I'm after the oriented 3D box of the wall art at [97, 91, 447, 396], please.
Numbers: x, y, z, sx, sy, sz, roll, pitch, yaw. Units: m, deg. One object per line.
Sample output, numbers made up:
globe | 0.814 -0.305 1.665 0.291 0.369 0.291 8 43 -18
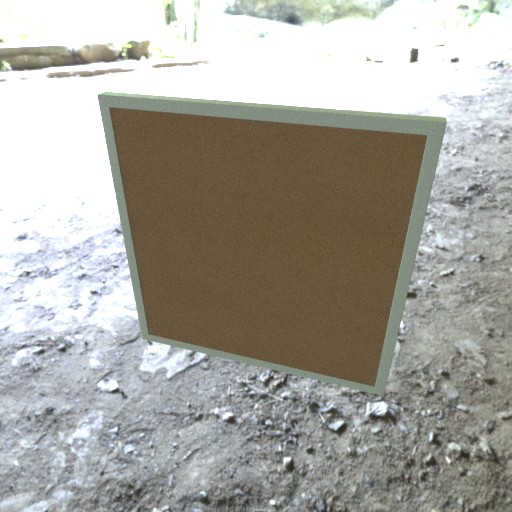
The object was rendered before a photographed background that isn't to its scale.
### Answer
wall art | 0.000 0.000 1.145 0.760 0.760 0.036 10 34 15
